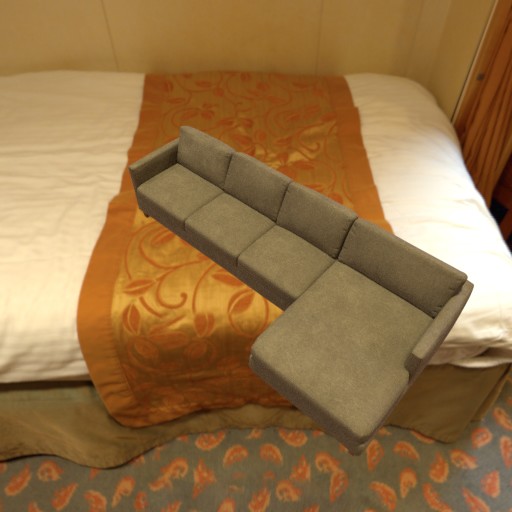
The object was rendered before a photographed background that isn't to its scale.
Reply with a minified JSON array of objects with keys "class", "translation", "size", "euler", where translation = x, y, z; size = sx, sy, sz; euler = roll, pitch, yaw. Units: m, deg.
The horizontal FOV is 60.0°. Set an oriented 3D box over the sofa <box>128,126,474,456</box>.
[{"class":"sofa","translation":[0.000,0.000,4.188],"size":[3.471,0.950,1.604],"euler":[34,56,26]}]
